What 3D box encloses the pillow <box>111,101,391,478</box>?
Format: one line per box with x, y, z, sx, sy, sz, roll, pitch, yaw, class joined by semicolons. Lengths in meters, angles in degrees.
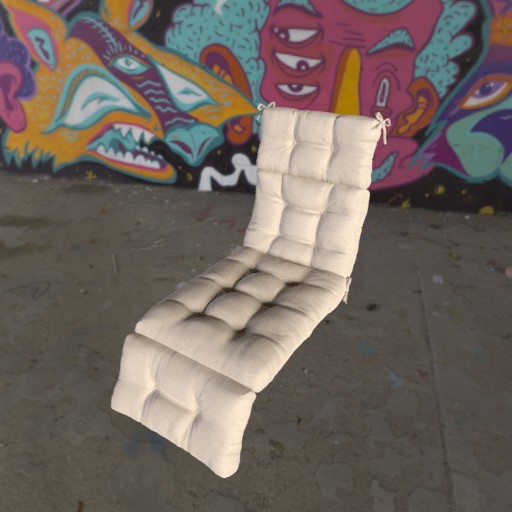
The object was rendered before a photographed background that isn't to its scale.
0.000;0.000;1.508;0.526;0.863;1.016;17;32;29;pillow
